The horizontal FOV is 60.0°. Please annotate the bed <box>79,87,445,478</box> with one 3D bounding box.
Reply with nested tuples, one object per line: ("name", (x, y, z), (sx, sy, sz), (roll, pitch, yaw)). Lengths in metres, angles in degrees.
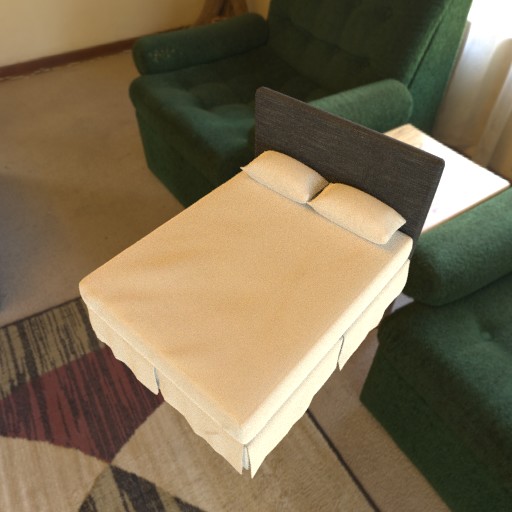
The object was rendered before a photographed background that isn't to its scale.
("bed", (0.000, 0.000, 3.259), (1.723, 1.330, 2.142), (32, 55, 27))
